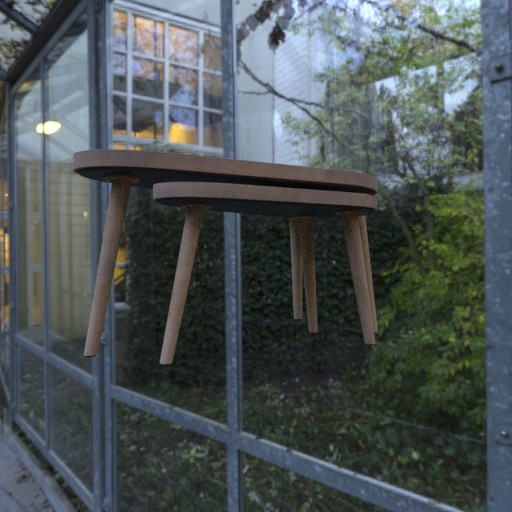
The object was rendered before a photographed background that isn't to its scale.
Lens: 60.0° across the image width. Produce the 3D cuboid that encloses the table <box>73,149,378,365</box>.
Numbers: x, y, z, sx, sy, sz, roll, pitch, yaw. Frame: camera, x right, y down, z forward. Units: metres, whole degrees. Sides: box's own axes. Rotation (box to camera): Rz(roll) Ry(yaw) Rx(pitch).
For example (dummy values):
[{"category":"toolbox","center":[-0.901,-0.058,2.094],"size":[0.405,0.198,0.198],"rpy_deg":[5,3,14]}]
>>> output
[{"category":"table","center":[0.000,0.000,1.569],"size":[1.190,0.595,0.701],"rpy_deg":[0,0,-36]}]
